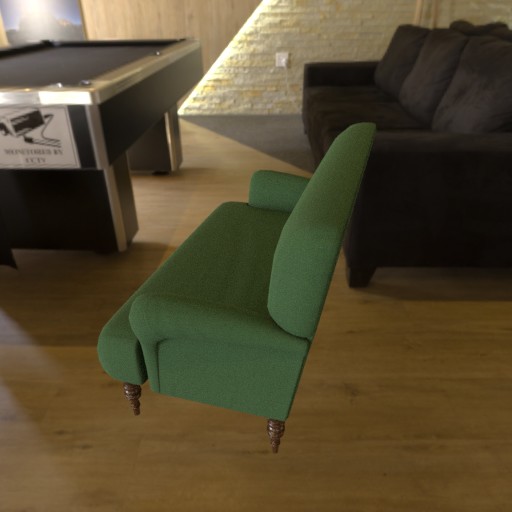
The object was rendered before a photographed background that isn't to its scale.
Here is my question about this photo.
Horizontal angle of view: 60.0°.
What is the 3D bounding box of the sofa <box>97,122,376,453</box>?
[{"bbox_3d":[0.000,0.000,1.820,0.779,0.889,1.297,9,31,15],"label":"sofa"}]
